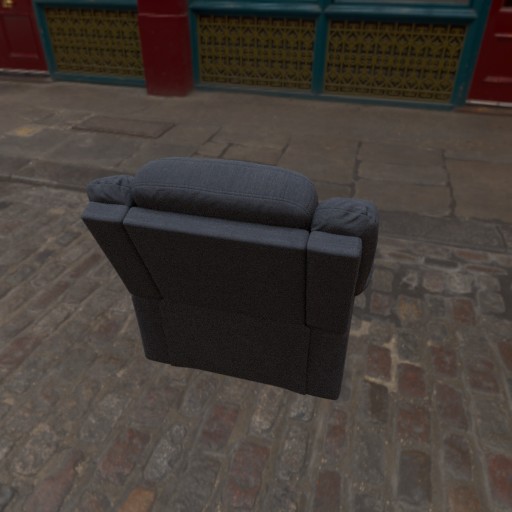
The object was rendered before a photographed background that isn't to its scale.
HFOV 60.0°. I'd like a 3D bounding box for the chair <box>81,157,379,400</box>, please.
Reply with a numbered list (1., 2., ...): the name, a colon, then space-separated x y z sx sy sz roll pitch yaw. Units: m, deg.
1. chair: 0.000 0.000 1.756 0.899 1.008 0.944 9 34 13
